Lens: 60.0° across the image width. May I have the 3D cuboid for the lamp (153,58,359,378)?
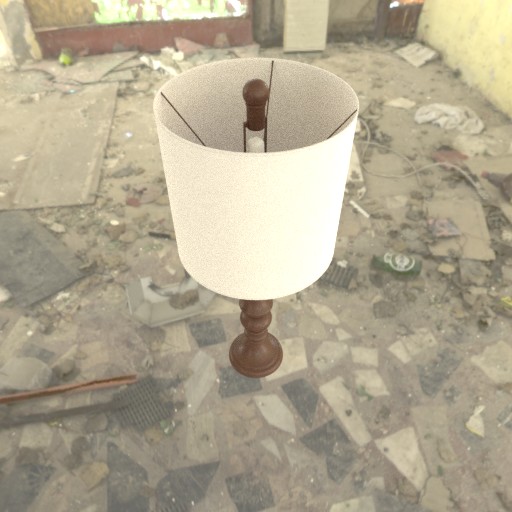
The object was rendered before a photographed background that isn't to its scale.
[{"bbox_3d":[0.000,0.000,0.741,0.250,0.597,0.250,8,46,8],"label":"lamp"}]
